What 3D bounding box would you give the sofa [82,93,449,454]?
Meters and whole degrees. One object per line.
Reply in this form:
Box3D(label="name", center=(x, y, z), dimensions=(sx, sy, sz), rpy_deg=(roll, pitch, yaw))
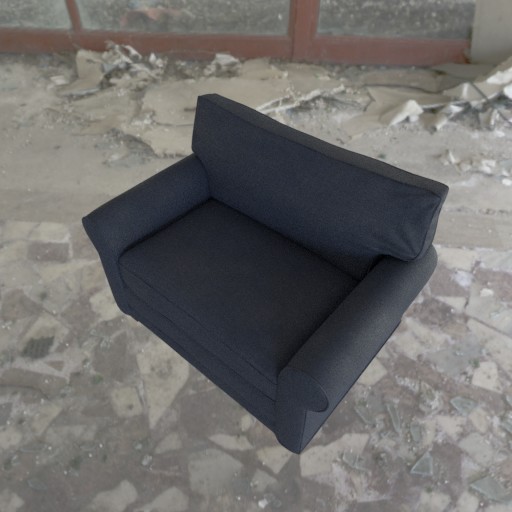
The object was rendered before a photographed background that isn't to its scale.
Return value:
Box3D(label="sofa", center=(0.000, 0.000, 2.085), dimensions=(1.405, 1.004, 0.938), rpy_deg=(31, 53, 27))
